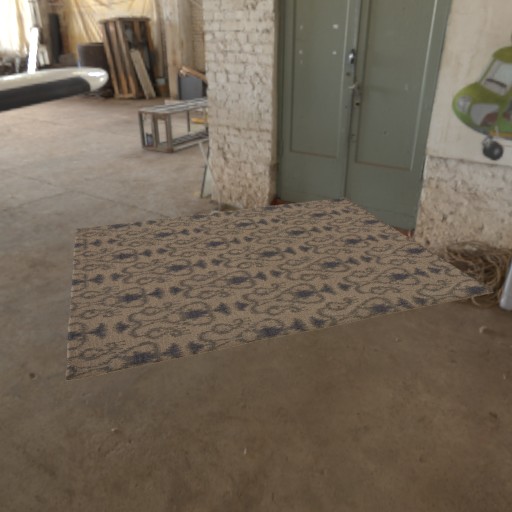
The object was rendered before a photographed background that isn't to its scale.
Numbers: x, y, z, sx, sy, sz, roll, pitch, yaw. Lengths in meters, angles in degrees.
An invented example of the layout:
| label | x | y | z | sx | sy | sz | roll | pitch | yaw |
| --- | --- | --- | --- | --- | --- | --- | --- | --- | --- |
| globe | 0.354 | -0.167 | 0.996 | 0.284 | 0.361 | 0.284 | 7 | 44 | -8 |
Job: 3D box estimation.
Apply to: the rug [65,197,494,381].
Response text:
| label | x | y | z | sx | sy | sz | roll | pitch | yaw |
| --- | --- | --- | --- | --- | --- | --- | --- | --- | --- |
| rug | 0.000 | 0.000 | 4.106 | 3.205 | 0.015 | 2.437 | -9 | 28 | -17 |
